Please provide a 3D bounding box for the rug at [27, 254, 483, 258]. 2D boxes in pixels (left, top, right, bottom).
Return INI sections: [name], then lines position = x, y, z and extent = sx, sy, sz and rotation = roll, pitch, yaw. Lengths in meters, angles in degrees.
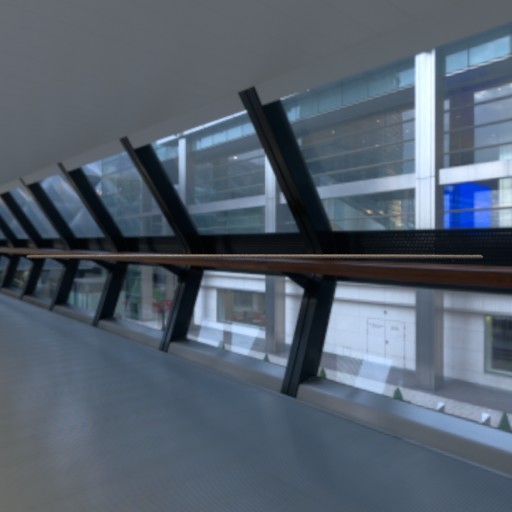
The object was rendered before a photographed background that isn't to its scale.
[rug]
position = 0.000, 0.000, 2.150
extent = 1.677, 0.011, 1.066
rotation = 0, 0, 2
